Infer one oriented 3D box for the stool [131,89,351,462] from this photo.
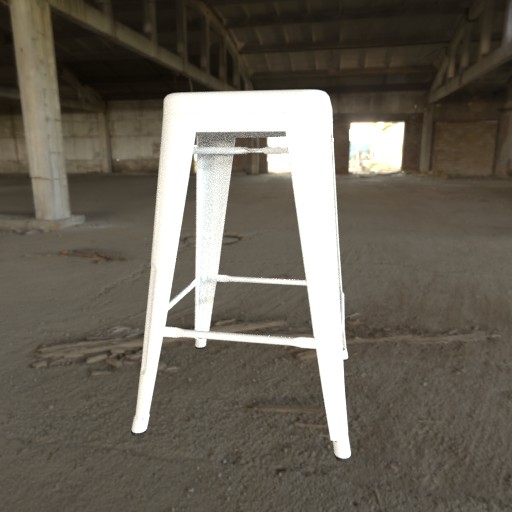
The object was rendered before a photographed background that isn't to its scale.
[{"bbox_3d":[0.000,0.000,0.912,0.406,0.610,0.406,2,13,10],"label":"stool"}]
